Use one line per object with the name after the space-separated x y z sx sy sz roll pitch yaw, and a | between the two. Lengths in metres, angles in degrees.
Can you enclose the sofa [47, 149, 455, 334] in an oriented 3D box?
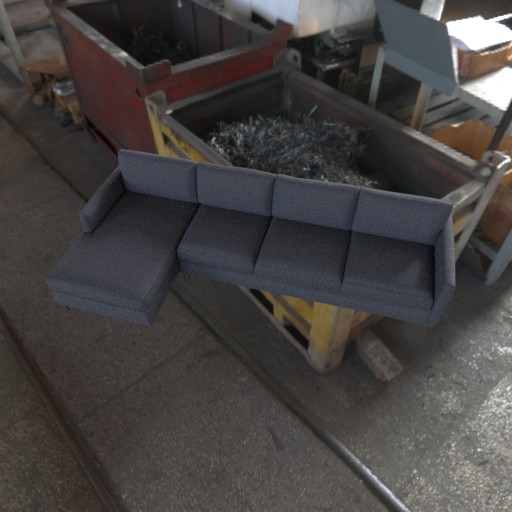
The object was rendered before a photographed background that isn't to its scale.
0.000 0.000 2.906 2.445 0.673 1.125 11 48 10 | sofa
